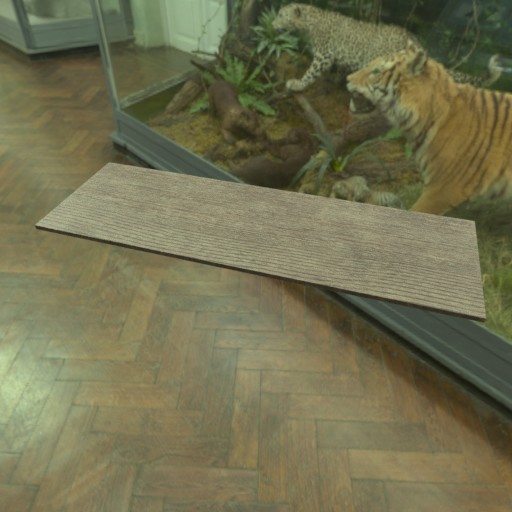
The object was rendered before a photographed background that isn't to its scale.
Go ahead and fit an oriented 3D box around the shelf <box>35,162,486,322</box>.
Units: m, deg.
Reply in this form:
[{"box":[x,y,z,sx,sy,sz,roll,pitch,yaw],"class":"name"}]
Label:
[{"box":[0.000,0.000,0.686,0.610,0.125,0.200,11,41,13],"class":"shelf"}]
